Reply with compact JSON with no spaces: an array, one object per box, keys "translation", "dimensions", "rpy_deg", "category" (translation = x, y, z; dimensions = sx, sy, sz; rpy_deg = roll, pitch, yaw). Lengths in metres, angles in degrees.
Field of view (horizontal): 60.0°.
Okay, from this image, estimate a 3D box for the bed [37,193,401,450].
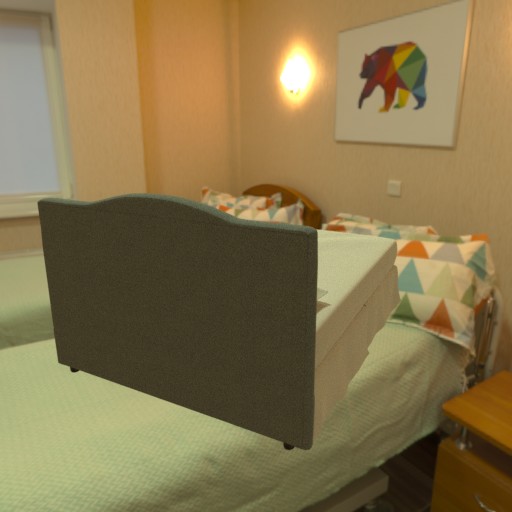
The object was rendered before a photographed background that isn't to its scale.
[{"translation":[0.000,0.000,3.947],"dimensions":[2.161,1.457,2.689],"rpy_deg":[9,19,27],"category":"bed"}]
